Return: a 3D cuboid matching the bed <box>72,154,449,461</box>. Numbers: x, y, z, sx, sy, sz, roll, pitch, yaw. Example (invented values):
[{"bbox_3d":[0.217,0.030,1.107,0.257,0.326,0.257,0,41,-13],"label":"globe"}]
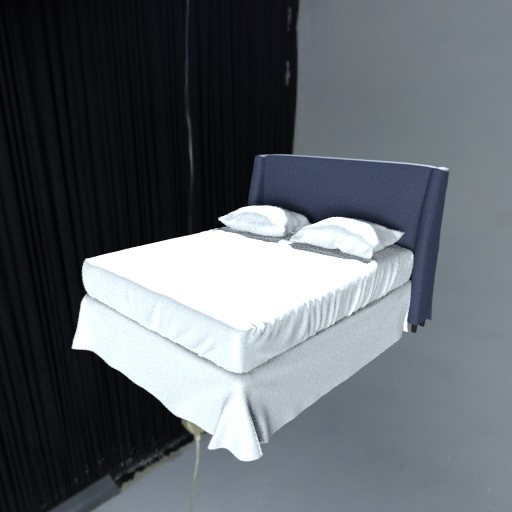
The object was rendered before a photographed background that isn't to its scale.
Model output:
[{"bbox_3d":[0.000,0.000,3.371,1.925,1.332,2.276,16,23,41],"label":"bed"}]
